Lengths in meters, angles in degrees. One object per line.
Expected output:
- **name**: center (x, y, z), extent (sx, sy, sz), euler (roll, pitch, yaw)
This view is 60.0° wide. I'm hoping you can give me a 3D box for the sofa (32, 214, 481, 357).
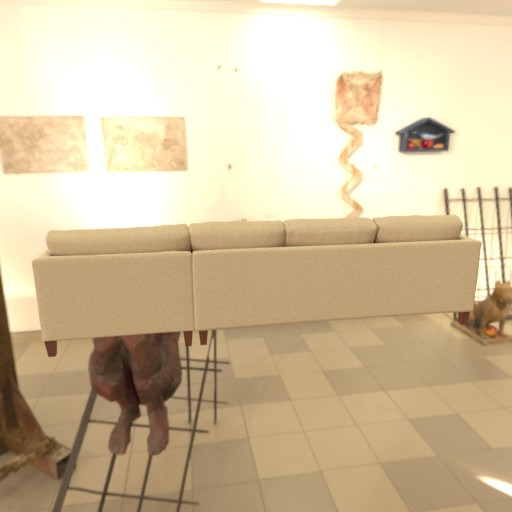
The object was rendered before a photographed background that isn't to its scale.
- **sofa**: center (0.000, 0.000, 3.889), extent (3.186, 0.861, 1.625), euler (-3, 15, -10)
